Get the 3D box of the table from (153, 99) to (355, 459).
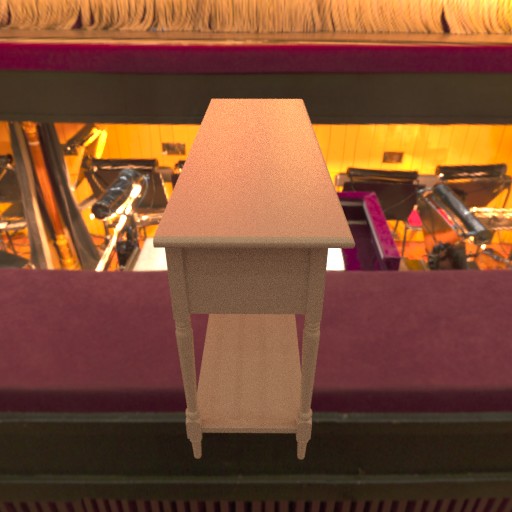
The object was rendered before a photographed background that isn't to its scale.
[{"bbox_3d":[0.000,0.000,1.553,0.384,0.808,1.197,0,32,0],"label":"table"}]
